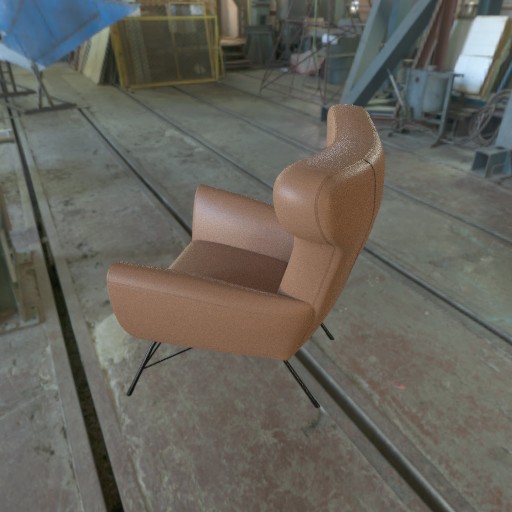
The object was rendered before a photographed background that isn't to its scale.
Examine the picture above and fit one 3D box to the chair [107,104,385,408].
[{"bbox_3d":[0.000,0.000,1.782,0.900,1.050,0.980,8,31,14],"label":"chair"}]
